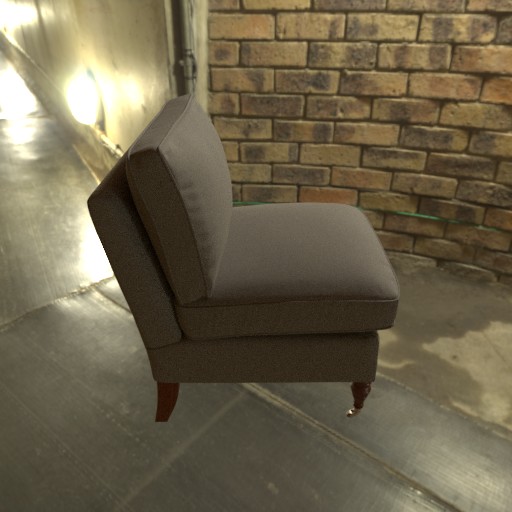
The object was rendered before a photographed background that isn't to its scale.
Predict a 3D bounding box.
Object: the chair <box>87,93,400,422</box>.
[{"bbox_3d":[0.000,0.000,1.668,0.924,1.045,0.724,0,31,0],"label":"chair"}]
